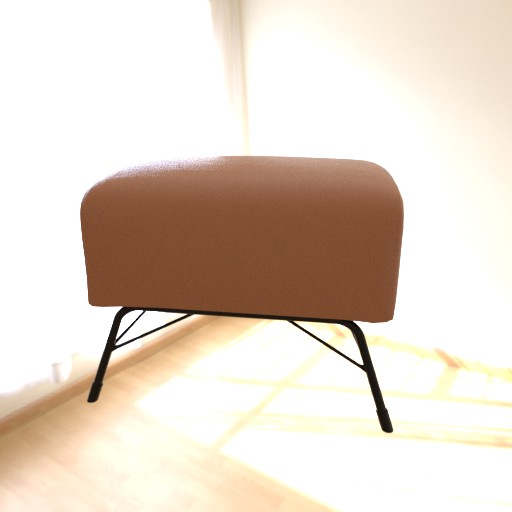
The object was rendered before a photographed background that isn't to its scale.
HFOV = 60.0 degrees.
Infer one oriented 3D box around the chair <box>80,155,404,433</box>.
[{"bbox_3d":[0.000,0.000,0.938,0.530,0.410,0.530,3,17,9],"label":"chair"}]
